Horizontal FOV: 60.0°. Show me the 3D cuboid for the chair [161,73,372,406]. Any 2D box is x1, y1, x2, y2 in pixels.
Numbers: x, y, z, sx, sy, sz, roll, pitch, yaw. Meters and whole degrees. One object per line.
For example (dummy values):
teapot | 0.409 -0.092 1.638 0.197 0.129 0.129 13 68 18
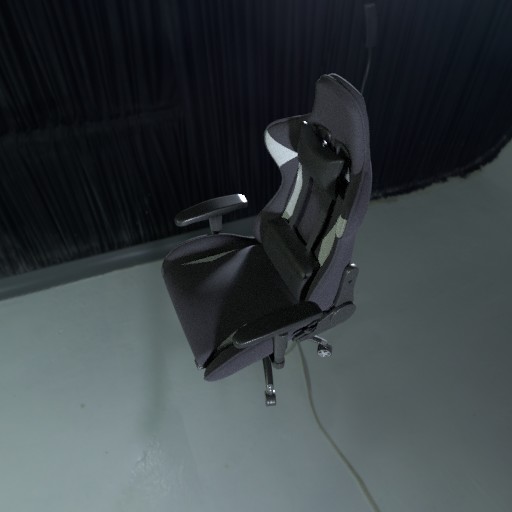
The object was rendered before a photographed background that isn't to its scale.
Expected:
chair | 0.000 0.000 1.744 0.695 1.300 0.730 -18 49 -16
